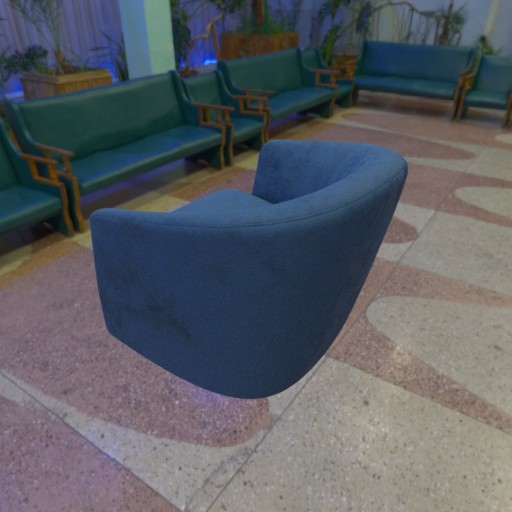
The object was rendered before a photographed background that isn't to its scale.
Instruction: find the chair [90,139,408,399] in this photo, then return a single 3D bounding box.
[{"bbox_3d":[0.000,0.000,1.364,0.767,0.698,0.773,22,37,31],"label":"chair"}]
